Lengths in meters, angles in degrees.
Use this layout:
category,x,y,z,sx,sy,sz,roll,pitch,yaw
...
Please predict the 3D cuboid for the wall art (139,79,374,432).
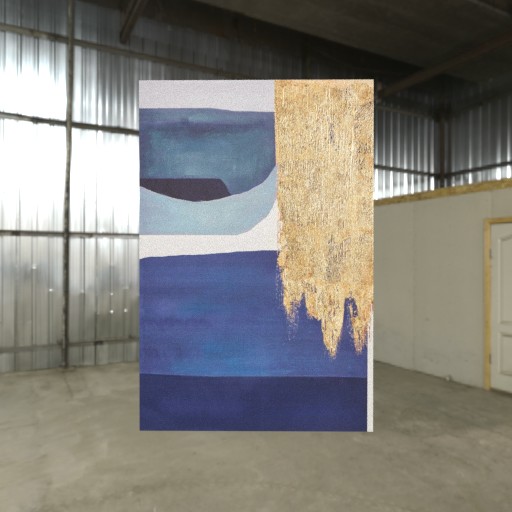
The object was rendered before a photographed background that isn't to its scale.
category,x,y,z,sx,sy,sz,roll,pitch,yaw
wall art,0.000,0.000,1.168,0.607,0.911,0.039,0,0,0
